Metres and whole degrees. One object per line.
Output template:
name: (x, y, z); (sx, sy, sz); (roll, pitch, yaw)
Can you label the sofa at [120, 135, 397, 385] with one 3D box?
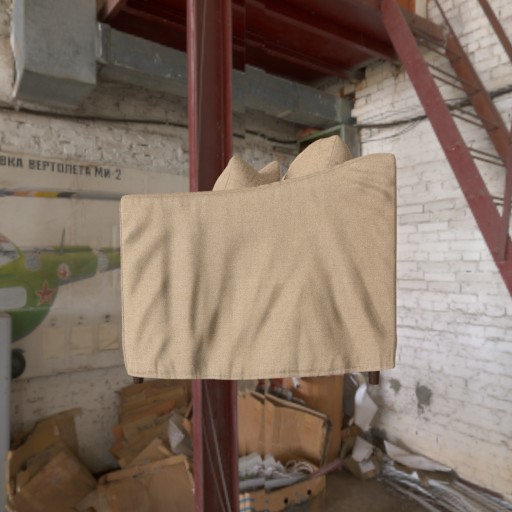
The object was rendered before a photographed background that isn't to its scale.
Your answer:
sofa: (0.000, 0.000, 2.625); (1.072, 1.018, 2.010); (0, -1, 0)
